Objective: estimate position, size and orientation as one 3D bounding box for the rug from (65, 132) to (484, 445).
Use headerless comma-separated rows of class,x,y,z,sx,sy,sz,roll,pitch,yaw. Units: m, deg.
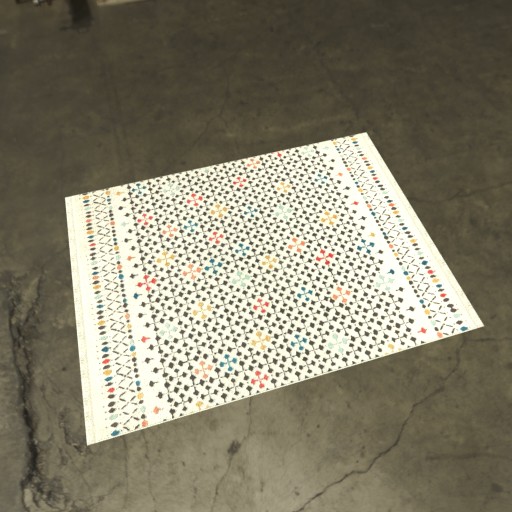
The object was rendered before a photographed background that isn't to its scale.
rug,0.000,0.000,1.938,1.556,0.006,1.146,-14,59,-9
